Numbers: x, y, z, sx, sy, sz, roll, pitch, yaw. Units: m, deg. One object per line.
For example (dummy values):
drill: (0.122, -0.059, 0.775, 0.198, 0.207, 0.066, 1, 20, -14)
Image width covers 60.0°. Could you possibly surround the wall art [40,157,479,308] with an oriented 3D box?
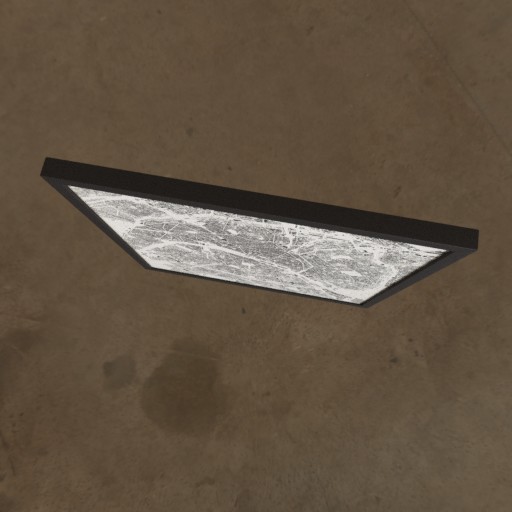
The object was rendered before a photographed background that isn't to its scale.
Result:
wall art: (0.000, 0.000, 1.132, 0.763, 0.763, 0.037, 10, 76, 2)
